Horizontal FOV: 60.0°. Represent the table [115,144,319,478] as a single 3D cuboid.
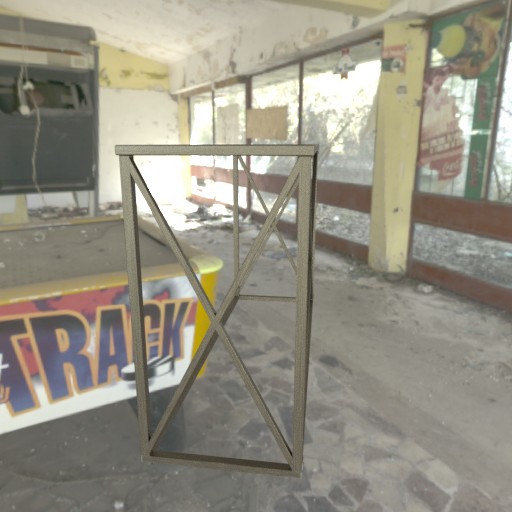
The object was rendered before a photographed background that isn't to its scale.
[{"bbox_3d":[0.000,0.000,1.544,0.402,0.753,1.216,2,14,8],"label":"table"}]
